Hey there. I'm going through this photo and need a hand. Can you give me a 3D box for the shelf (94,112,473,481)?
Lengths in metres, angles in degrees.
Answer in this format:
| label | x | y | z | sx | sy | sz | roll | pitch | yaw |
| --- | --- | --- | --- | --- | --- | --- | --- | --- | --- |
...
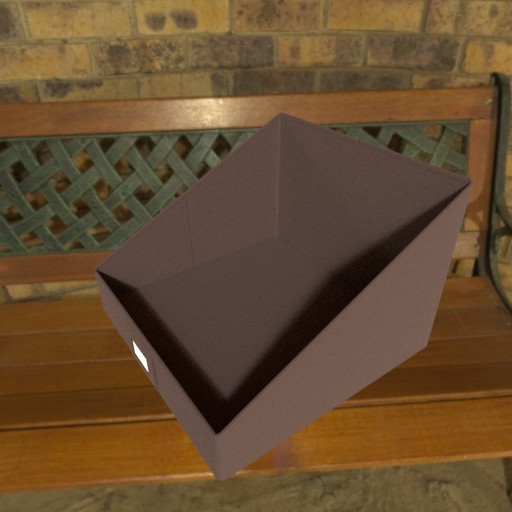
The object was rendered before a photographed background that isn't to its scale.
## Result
| label | x | y | z | sx | sy | sz | roll | pitch | yaw |
| --- | --- | --- | --- | --- | --- | --- | --- | --- | --- |
| shelf | 0.000 | 0.000 | 0.494 | 0.292 | 0.210 | 0.292 | -21 | 38 | -29 |
